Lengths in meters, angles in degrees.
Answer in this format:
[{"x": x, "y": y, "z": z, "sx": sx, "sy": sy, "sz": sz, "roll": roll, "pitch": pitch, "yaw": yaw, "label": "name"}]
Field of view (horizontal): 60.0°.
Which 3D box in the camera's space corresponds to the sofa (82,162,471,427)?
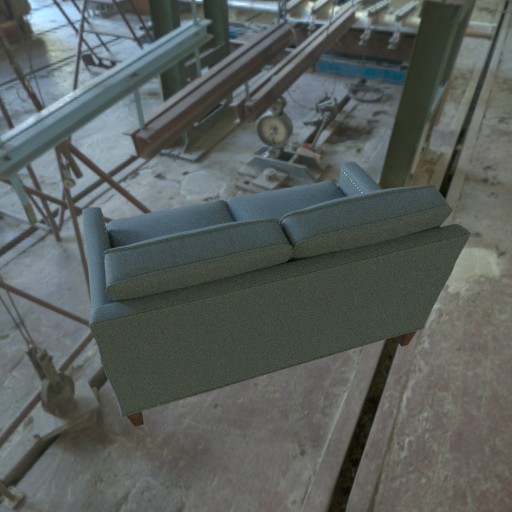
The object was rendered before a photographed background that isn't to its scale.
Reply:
[{"x": 0.000, "y": 0.000, "z": 2.226, "sx": 1.597, "sy": 1.003, "sz": 1.084, "roll": -13, "pitch": 43, "yaw": -14, "label": "sofa"}]
